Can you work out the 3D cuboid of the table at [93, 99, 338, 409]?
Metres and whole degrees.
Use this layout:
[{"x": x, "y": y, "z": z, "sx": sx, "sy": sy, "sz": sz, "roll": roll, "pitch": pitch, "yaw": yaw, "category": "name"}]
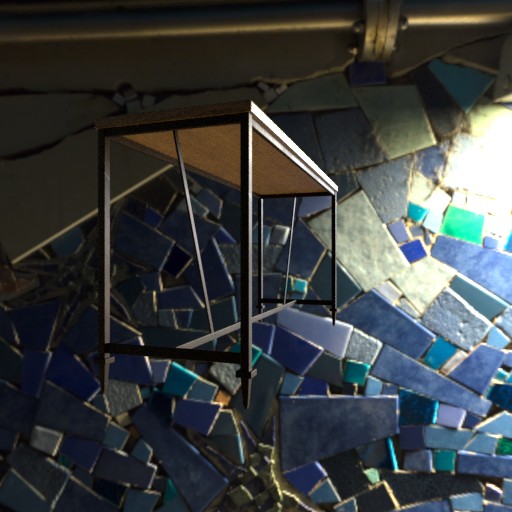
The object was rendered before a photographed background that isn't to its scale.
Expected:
[{"x": 0.000, "y": 0.000, "z": 2.168, "sx": 0.551, "sy": 0.902, "sz": 1.700, "roll": 0, "pitch": 0, "yaw": 19, "category": "table"}]
